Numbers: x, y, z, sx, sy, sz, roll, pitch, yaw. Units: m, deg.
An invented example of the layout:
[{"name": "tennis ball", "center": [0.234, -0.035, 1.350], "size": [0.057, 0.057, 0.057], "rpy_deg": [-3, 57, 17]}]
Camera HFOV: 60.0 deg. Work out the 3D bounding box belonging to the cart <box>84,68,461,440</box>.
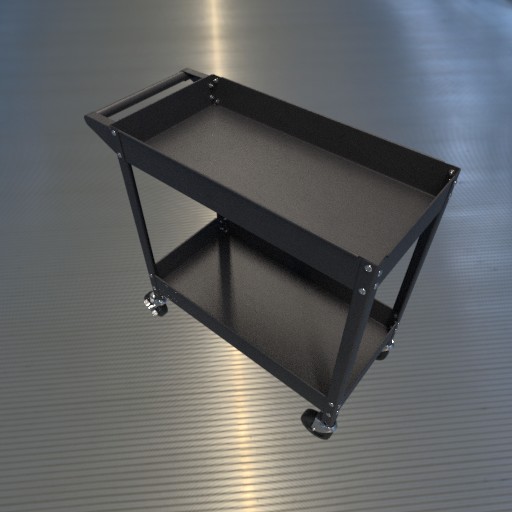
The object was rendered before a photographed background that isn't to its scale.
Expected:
[{"name": "cart", "center": [0.000, 0.000, 1.198], "size": [0.779, 0.719, 0.366], "rpy_deg": [31, 54, 26]}]
